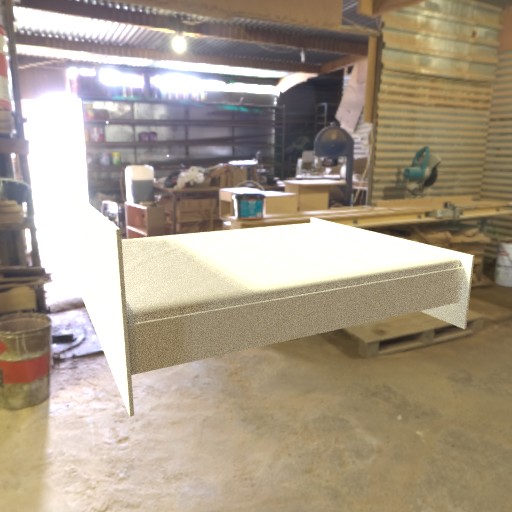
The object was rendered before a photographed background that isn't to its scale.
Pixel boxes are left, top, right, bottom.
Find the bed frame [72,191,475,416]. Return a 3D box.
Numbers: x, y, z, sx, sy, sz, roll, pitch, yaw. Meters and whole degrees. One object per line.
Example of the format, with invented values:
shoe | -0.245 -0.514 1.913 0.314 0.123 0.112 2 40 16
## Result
bed frame | 0.000 0.000 2.957 2.060 0.800 1.720 -7 15 -26
